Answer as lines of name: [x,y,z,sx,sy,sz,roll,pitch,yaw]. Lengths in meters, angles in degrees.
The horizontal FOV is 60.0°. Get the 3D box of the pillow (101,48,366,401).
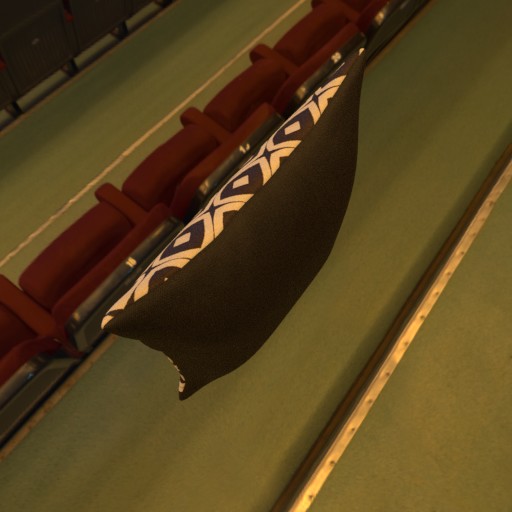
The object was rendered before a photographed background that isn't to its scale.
pillow: [0.000,0.000,0.745,0.188,0.494,0.504,34,68,16]
